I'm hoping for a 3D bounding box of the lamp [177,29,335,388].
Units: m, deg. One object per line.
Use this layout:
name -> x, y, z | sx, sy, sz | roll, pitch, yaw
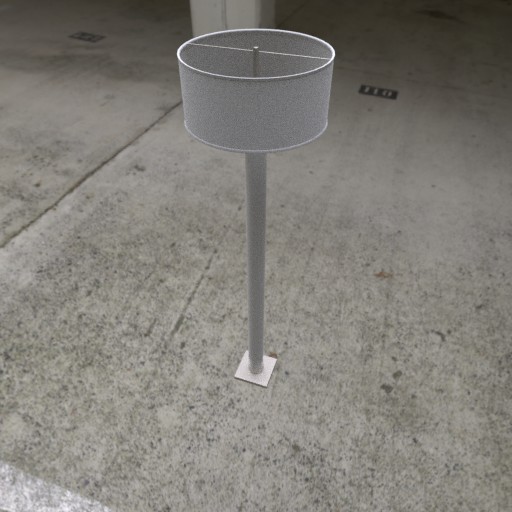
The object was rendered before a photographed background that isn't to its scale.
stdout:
lamp -> 0.000, 0.000, 1.662 | 0.420, 1.475, 0.420 | 13, 43, 15
